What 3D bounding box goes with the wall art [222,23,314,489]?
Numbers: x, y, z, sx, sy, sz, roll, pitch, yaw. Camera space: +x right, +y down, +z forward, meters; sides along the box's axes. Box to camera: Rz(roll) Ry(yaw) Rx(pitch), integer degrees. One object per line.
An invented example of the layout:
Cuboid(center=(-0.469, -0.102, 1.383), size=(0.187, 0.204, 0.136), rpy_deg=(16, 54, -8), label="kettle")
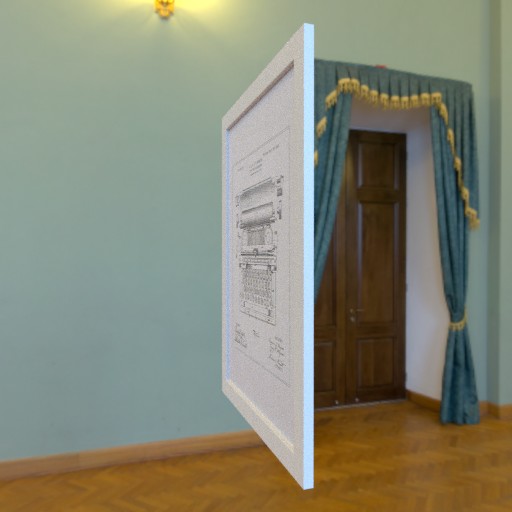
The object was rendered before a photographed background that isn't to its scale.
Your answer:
Cuboid(center=(0.000, 0.000, 0.688), size=(0.013, 0.533, 0.381), rpy_deg=(0, 1, -19), label="wall art")
